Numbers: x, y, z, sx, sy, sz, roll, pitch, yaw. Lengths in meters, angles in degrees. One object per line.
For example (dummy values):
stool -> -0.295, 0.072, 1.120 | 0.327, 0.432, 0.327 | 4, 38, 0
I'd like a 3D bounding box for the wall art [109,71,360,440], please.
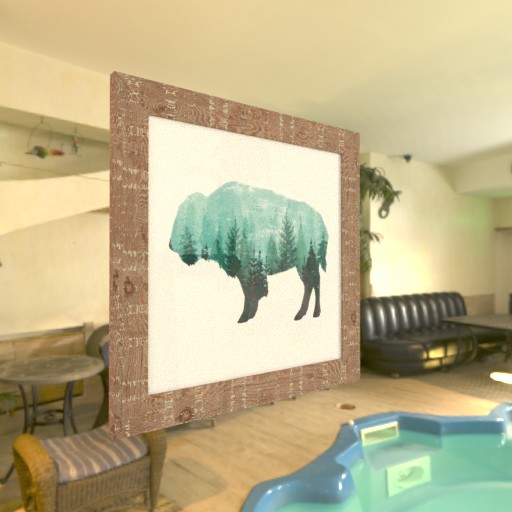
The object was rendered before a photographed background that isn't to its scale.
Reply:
wall art -> 0.000, 0.000, 0.577 | 0.380, 0.380, 0.022 | 0, -1, -36
